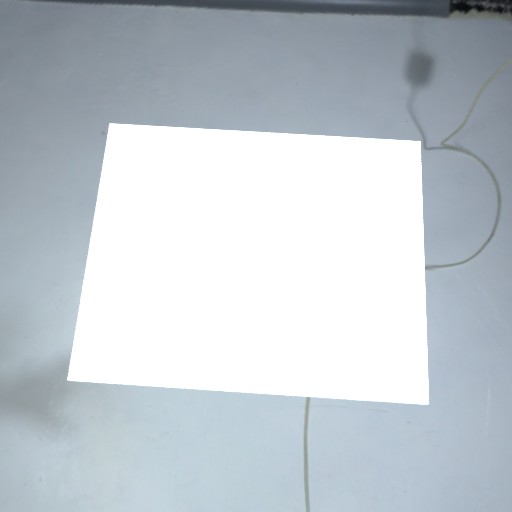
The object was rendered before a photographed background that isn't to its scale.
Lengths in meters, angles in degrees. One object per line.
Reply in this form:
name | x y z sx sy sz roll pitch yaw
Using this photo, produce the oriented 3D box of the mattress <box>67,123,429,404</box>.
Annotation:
mattress | 0.000 0.000 2.713 2.000 0.200 1.600 4 75 1
